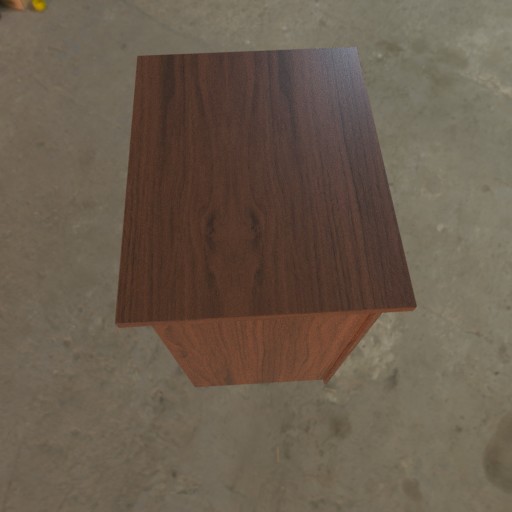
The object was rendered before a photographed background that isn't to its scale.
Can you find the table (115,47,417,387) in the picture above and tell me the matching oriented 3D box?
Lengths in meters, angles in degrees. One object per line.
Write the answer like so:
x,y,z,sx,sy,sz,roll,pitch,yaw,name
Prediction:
0.000,0.000,0.947,0.381,0.636,0.480,-3,64,-1,table
